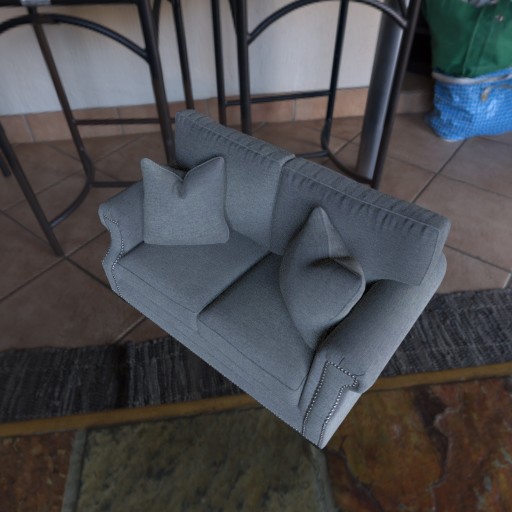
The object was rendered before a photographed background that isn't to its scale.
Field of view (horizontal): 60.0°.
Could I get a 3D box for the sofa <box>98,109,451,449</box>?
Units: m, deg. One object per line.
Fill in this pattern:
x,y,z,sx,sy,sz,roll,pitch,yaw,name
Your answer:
0.000,0.000,2.335,1.701,0.966,0.966,30,52,27,sofa
